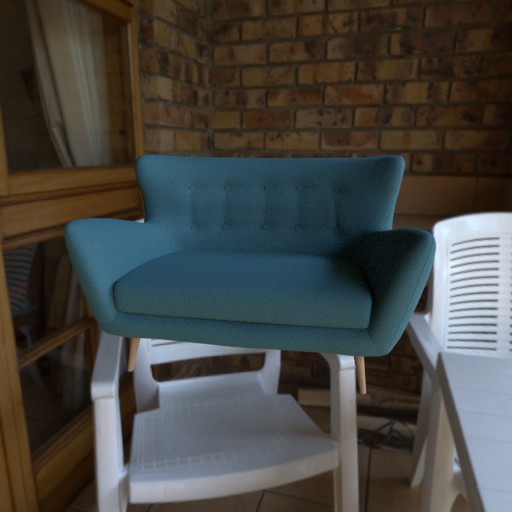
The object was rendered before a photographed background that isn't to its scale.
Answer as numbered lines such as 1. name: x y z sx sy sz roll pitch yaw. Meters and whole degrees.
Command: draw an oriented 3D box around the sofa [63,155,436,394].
1. sofa: 0.000 0.000 2.024 1.397 0.889 0.889 3 14 10
